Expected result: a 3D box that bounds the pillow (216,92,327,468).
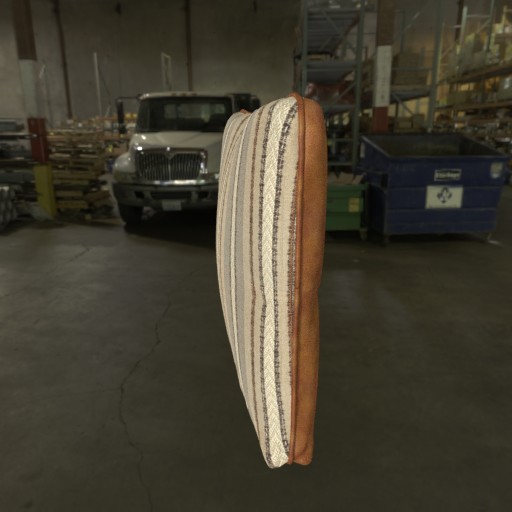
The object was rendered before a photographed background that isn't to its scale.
[{"bbox_3d":[0.000,0.000,0.749,0.130,0.490,0.489,-3,16,-9],"label":"pillow"}]
